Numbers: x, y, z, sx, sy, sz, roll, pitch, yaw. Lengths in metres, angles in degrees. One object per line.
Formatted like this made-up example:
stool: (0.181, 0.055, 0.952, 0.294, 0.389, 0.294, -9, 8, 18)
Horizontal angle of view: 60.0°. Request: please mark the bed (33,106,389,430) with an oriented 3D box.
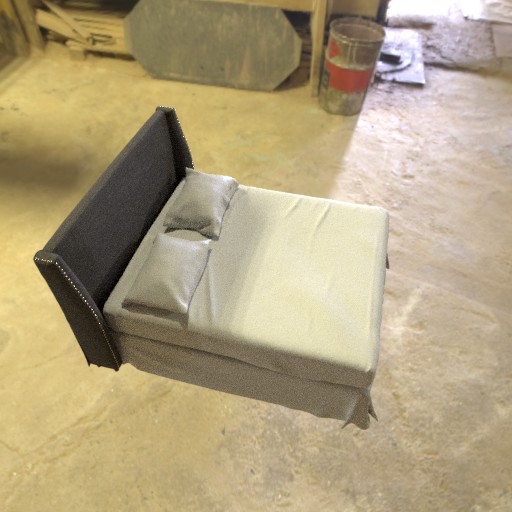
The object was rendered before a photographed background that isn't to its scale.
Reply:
bed: (0.000, 0.000, 3.523, 2.276, 1.332, 1.925, 11, 48, 10)
